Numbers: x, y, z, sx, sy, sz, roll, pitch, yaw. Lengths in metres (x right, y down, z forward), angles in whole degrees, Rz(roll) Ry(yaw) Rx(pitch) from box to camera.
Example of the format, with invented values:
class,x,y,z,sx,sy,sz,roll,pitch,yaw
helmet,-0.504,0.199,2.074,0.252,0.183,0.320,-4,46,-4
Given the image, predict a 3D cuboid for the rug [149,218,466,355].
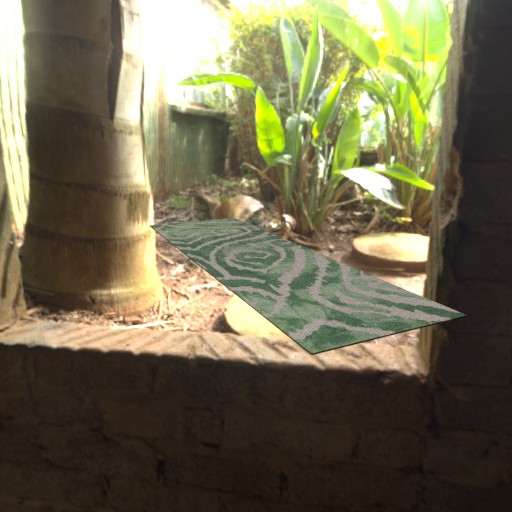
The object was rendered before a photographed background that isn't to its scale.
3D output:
class,x,y,z,sx,sy,sz,roll,pitch,yaw
rug,0.000,0.000,2.734,0.761,0.006,2.438,-7,17,-25
